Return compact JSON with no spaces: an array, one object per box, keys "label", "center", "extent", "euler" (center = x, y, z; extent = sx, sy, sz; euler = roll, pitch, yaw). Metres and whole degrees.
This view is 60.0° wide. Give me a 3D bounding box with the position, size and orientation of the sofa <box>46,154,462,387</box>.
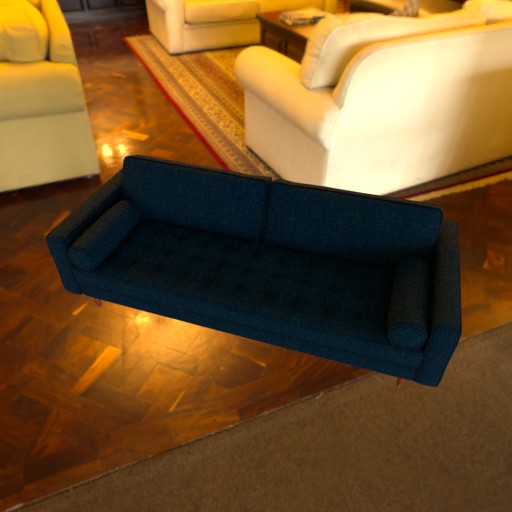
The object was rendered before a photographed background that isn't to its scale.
[{"label":"sofa","center":[0.000,0.000,2.642],"extent":[2.210,0.762,0.914],"euler":[12,42,14]}]
